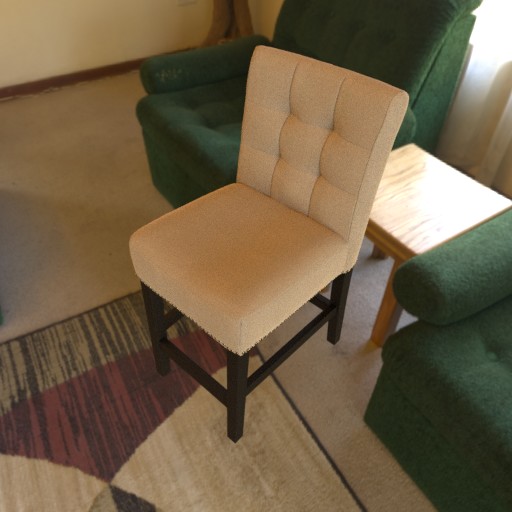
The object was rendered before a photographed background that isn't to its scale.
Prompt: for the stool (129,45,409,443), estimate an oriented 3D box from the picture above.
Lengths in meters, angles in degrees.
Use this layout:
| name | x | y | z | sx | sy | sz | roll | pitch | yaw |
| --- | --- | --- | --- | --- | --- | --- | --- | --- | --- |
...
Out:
| name | x | y | z | sx | sy | sz | roll | pitch | yaw |
| --- | --- | --- | --- | --- | --- | --- | --- | --- | --- |
| stool | 0.000 | 0.000 | 1.207 | 0.427 | 0.885 | 0.571 | 32 | 53 | 28 |
